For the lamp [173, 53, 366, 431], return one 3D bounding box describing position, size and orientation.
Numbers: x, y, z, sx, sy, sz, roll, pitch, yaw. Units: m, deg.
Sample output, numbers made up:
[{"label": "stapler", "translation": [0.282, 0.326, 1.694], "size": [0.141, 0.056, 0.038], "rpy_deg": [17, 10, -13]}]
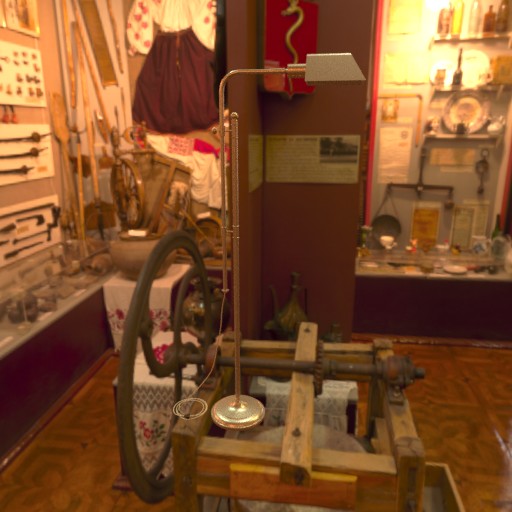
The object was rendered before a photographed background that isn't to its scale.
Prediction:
[{"label": "lamp", "translation": [0.000, 0.000, 1.888], "size": [0.813, 1.571, 0.256], "rpy_deg": [3, 16, 10]}]
